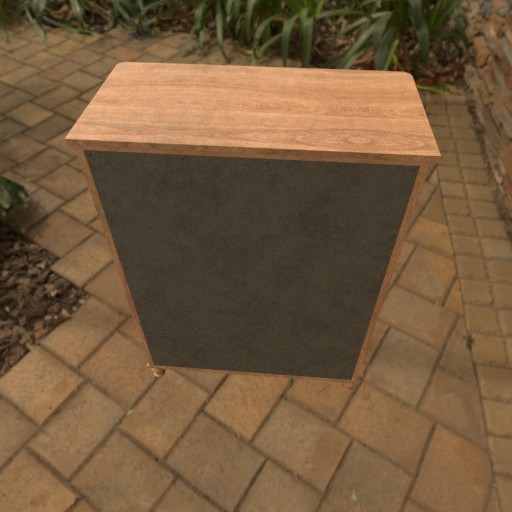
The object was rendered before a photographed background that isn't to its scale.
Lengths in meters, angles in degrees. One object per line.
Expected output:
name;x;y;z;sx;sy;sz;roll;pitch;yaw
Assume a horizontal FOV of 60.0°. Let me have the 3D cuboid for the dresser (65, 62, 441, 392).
dresser;0.000;0.000;1.783;0.973;1.318;0.484;3;47;3
